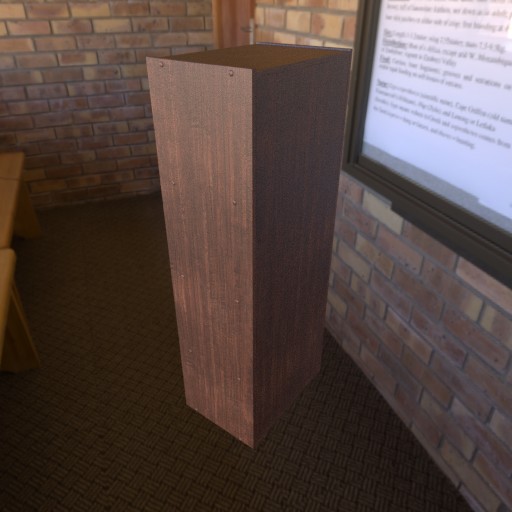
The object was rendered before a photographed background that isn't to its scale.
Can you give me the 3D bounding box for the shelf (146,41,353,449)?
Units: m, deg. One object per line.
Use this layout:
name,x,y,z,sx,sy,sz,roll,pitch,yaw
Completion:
shelf,0.000,0.000,1.309,0.290,1.099,0.415,21,37,31
